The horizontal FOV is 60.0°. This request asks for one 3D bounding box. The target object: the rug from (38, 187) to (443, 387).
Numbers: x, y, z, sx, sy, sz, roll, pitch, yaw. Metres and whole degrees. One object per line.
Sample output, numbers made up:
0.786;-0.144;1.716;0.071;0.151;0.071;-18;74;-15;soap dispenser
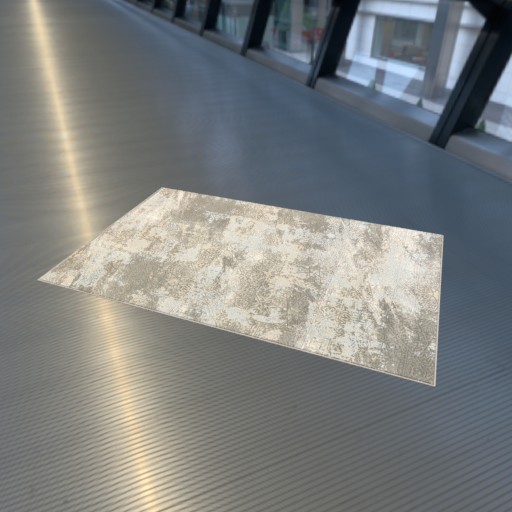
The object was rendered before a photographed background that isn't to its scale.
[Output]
0.000;0.000;3.095;2.431;0.012;1.536;12;35;17;rug
